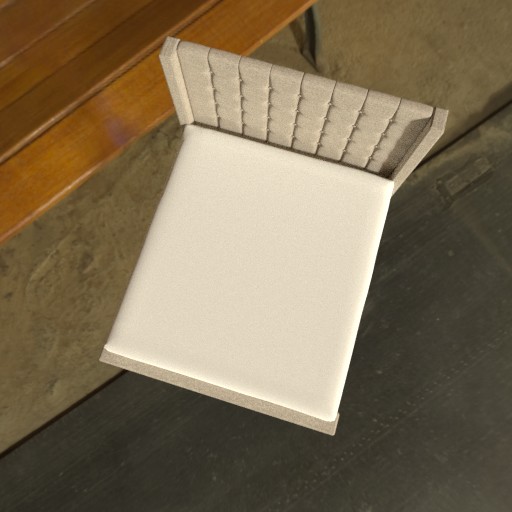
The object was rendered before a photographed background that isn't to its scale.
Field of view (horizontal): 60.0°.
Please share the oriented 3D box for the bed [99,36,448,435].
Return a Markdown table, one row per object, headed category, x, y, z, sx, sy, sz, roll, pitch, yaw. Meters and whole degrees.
| category | x | y | z | sx | sy | sz | roll | pitch | yaw |
| --- | --- | --- | --- | --- | --- | --- | --- | --- | --- |
| bed | 0.000 | 0.000 | 3.662 | 2.044 | 1.748 | 2.372 | 16 | 77 | 4 |
